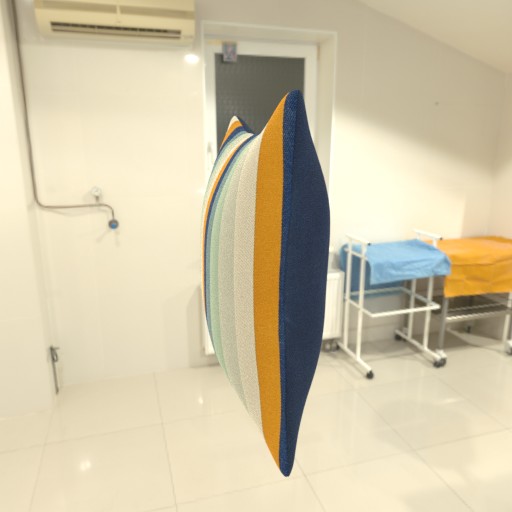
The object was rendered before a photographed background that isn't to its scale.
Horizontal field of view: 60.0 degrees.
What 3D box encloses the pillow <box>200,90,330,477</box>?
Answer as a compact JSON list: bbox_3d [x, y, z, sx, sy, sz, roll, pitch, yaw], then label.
[{"bbox_3d":[0.000,0.000,0.710,0.173,0.454,0.463,-3,15,-10],"label":"pillow"}]
